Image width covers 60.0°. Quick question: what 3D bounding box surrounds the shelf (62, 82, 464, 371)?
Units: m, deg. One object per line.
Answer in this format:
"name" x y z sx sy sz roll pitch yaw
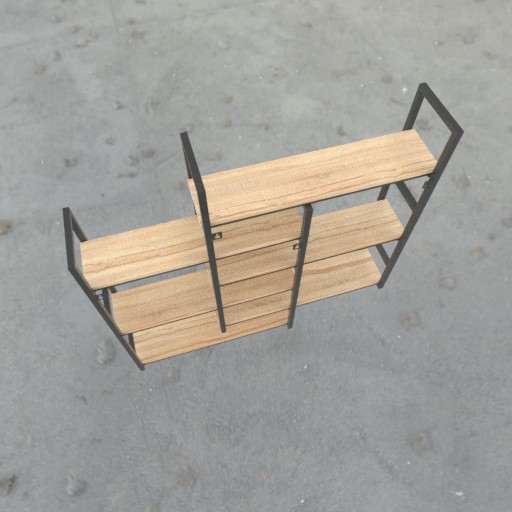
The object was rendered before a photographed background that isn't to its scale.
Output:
"shelf" 0.000 0.000 1.376 0.946 0.921 0.183 -14 59 -9
